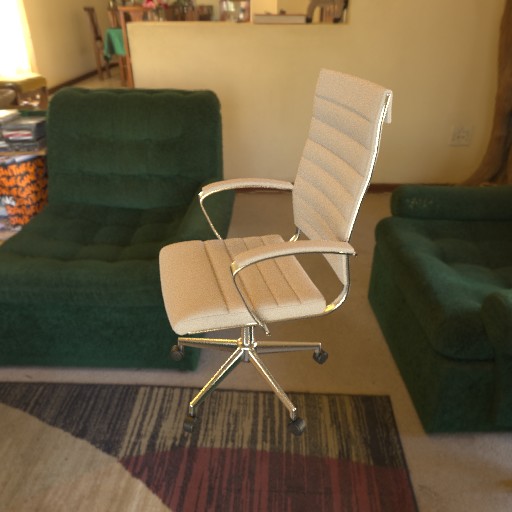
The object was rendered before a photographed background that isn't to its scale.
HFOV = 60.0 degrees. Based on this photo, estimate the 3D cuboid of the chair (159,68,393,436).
[{"bbox_3d":[0.000,0.000,1.551,0.667,1.149,0.679,-8,31,-13],"label":"chair"}]
